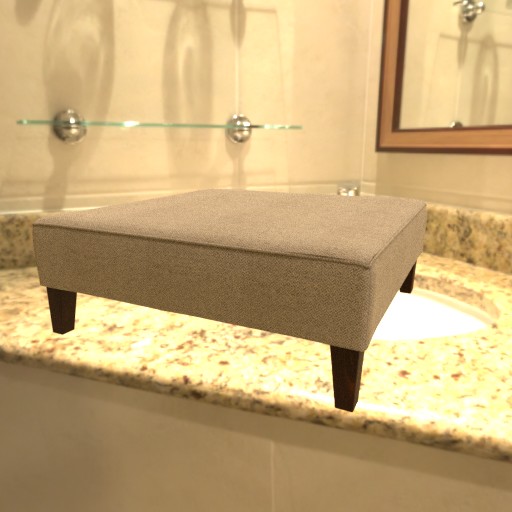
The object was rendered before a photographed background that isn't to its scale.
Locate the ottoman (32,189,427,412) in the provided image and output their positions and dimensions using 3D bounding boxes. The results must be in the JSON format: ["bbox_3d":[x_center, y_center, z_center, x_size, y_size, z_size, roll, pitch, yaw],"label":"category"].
[{"bbox_3d":[0.000,0.000,1.510,0.982,0.381,0.973,7,16,26],"label":"ottoman"}]
